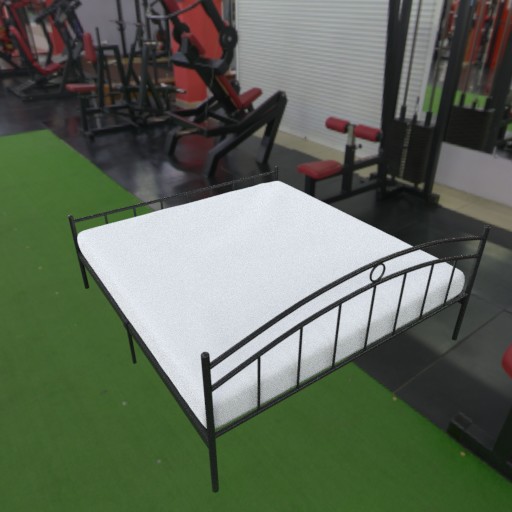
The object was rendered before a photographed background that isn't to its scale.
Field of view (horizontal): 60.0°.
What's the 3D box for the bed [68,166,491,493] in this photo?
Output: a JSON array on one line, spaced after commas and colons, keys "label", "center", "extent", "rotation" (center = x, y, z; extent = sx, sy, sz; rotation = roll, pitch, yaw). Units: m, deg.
[{"label": "bed", "center": [0.000, 0.000, 2.996], "extent": [1.880, 0.940, 2.040], "rotation": [-19, 36, -29]}]
